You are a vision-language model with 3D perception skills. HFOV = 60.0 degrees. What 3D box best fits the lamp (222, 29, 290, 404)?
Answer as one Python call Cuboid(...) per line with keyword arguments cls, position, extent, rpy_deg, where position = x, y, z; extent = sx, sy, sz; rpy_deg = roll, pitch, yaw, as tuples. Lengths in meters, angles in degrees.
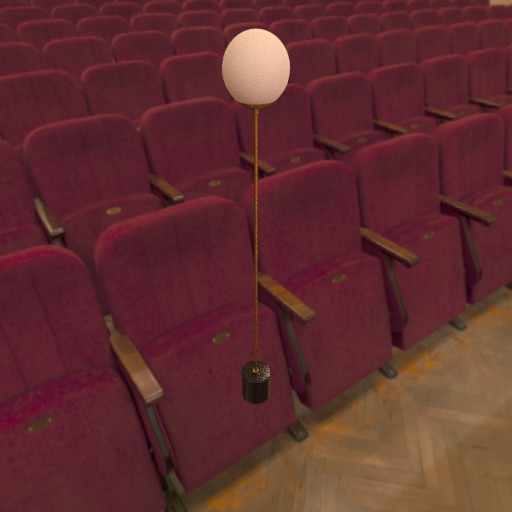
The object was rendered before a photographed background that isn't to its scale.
Cuboid(cls="lamp", position=(0.000, 0.000, 1.908), extent=(0.229, 1.748, 0.229), rpy_deg=(-21, 38, -29))
